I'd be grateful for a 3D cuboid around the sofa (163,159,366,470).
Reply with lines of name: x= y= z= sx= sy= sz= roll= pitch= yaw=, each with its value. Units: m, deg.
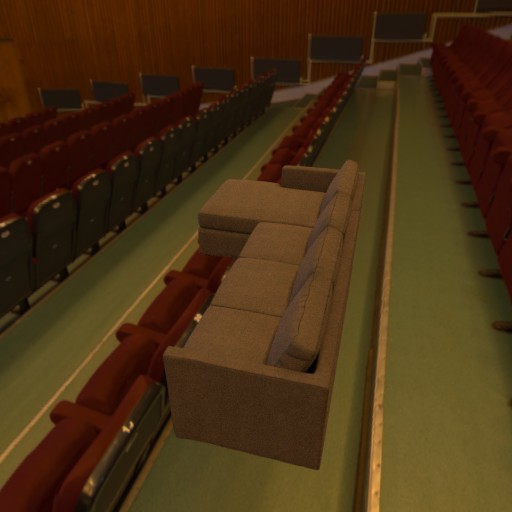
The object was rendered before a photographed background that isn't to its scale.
sofa: x=0.000 y=0.000 z=3.876 sx=1.650 sy=0.922 sz=3.205 roll=8 pitch=32 yaw=13
